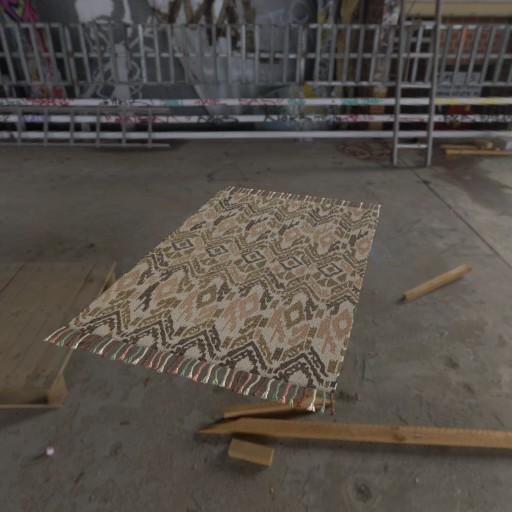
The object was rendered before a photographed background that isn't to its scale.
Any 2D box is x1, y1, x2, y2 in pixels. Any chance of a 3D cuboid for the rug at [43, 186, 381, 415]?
[{"bbox_3d":[0.000,0.000,3.092,1.524,0.008,2.438,10,31,16],"label":"rug"}]
